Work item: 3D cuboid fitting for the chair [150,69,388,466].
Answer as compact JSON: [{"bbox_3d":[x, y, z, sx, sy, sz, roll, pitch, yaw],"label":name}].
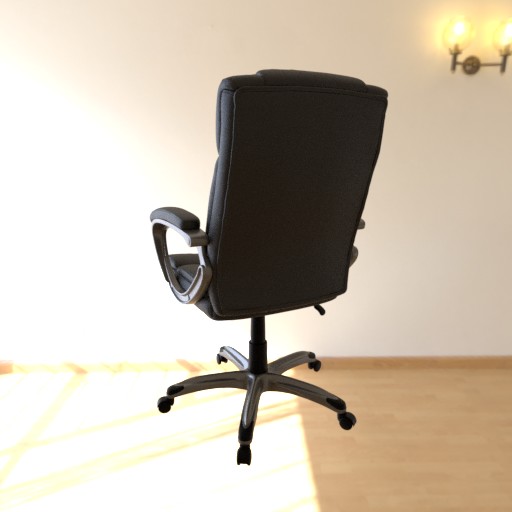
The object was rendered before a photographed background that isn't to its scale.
[{"bbox_3d":[0.000,0.000,1.559,0.721,1.130,0.719,-7,15,-25],"label":"chair"}]
